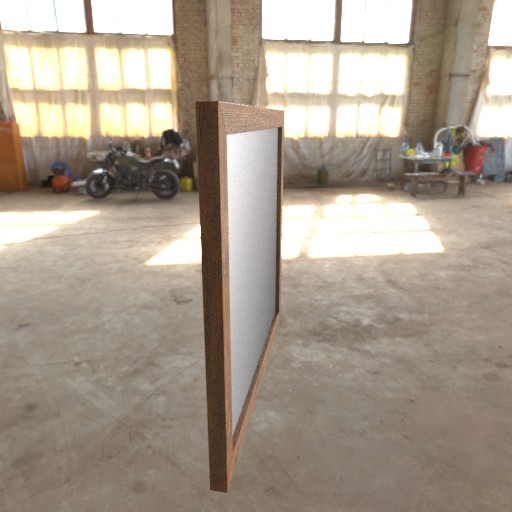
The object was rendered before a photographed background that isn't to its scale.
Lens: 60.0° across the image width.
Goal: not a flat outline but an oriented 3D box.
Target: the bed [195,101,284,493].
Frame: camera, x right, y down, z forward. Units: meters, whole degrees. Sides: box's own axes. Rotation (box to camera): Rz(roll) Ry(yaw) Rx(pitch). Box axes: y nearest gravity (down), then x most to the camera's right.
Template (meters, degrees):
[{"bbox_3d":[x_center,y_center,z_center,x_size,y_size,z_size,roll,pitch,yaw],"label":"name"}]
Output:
[{"bbox_3d":[0.000,0.000,1.482,0.046,0.942,1.046,3,18,10],"label":"bed"}]
